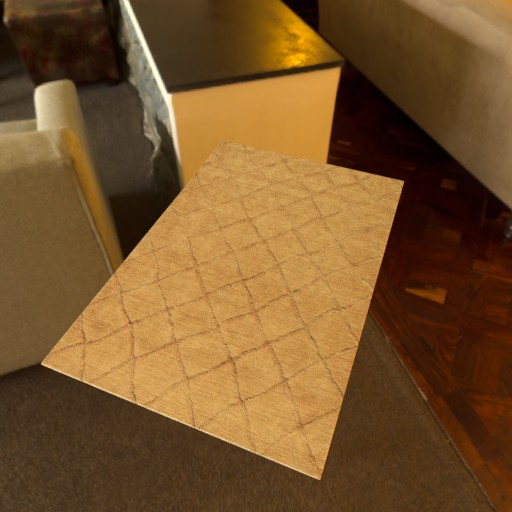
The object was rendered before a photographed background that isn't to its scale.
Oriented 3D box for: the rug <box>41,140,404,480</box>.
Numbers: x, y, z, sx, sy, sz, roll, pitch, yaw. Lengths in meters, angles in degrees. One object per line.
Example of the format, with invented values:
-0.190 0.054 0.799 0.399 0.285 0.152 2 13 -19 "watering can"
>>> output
0.000 0.000 2.871 1.528 0.014 2.292 16 49 15 "rug"
